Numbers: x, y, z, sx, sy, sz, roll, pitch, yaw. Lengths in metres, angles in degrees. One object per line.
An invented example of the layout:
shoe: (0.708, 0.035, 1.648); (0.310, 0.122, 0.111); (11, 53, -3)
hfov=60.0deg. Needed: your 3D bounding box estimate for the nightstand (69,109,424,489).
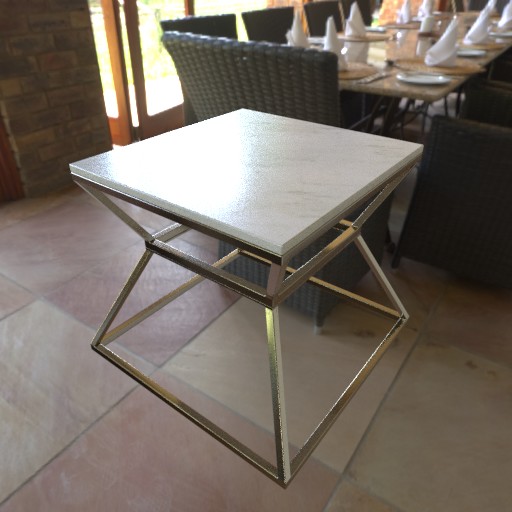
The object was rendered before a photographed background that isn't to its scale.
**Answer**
nightstand: (0.000, 0.000, 0.895); (0.514, 0.426, 0.513); (22, 39, 31)
